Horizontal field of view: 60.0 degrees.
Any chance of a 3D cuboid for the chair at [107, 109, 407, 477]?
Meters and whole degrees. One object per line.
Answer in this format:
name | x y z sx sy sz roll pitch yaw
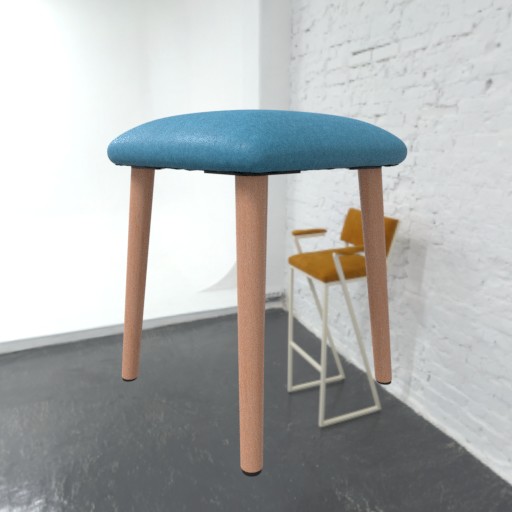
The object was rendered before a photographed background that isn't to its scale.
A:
chair | 0.000 0.000 0.729 0.360 0.450 0.360 -13 19 -42
